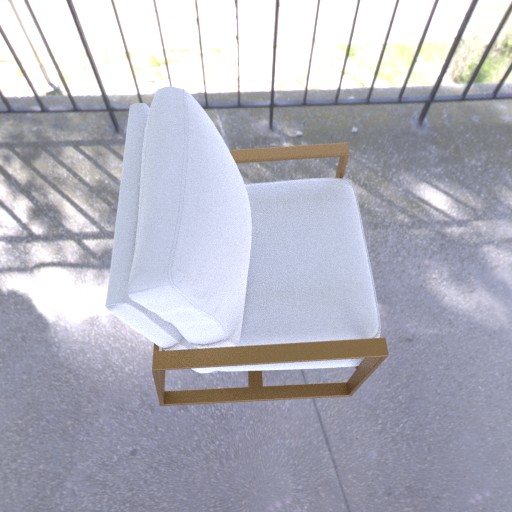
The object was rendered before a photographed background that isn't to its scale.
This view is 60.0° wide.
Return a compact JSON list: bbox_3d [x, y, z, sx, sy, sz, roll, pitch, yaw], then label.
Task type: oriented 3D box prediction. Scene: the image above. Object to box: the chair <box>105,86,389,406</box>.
[{"bbox_3d":[0.000,0.000,1.543,0.813,0.966,0.805,-3,62,-1],"label":"chair"}]
